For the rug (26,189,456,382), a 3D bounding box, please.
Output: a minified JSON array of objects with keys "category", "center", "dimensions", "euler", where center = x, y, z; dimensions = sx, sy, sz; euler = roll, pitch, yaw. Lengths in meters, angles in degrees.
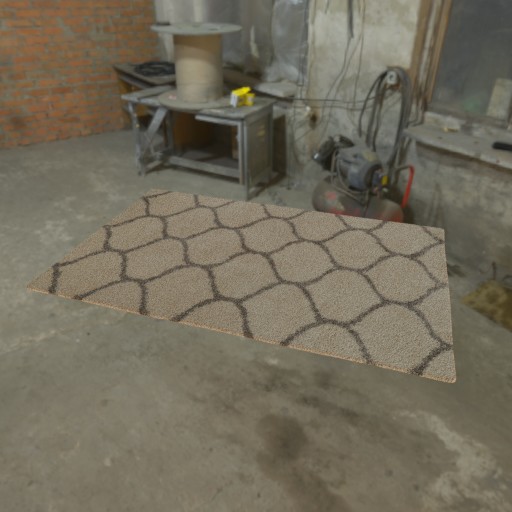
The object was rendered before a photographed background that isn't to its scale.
[{"category":"rug","center":[0.000,0.000,2.877],"dimensions":[2.348,0.024,1.501],"euler":[10,33,15]}]
